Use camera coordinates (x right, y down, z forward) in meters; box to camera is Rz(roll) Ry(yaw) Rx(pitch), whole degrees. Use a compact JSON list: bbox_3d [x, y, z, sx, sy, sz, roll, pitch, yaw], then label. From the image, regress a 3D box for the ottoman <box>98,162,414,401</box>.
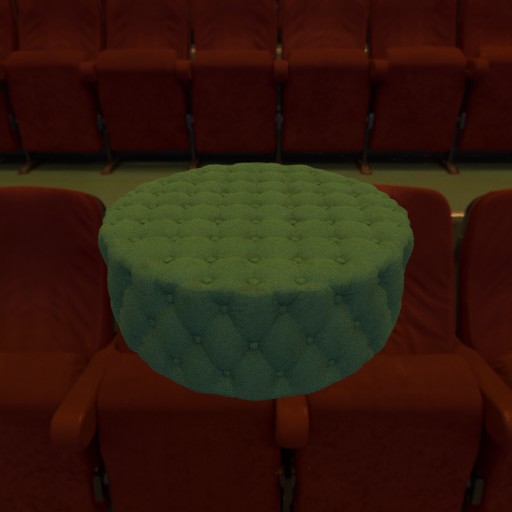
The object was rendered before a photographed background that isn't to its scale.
[{"bbox_3d":[0.000,0.000,1.527,0.998,0.399,0.998,0,29,0],"label":"ottoman"}]
